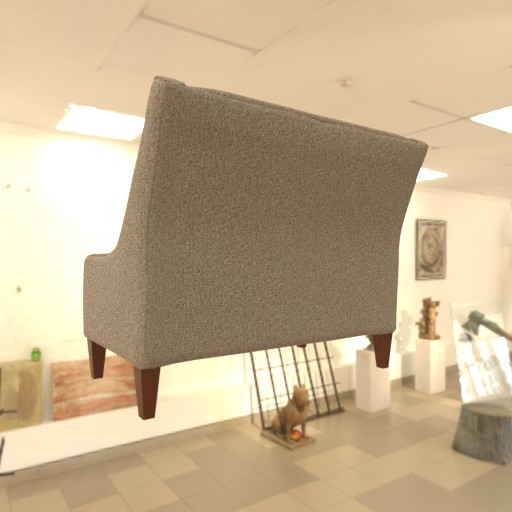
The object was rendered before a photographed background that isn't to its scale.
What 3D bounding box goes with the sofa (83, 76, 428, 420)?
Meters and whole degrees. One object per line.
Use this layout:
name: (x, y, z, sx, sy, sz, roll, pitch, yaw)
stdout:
sofa: (0.000, 0.000, 1.897, 1.242, 1.026, 0.862, 0, 0, -35)
